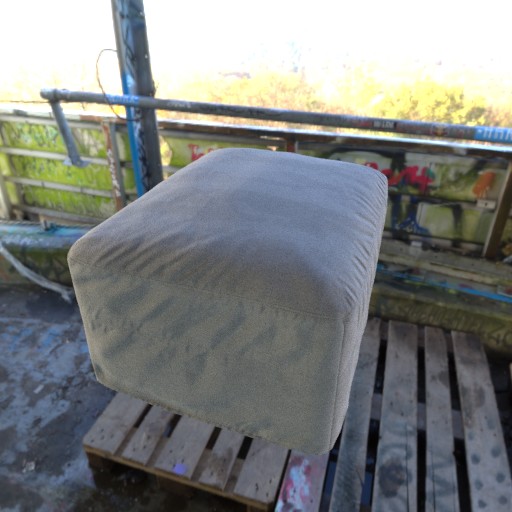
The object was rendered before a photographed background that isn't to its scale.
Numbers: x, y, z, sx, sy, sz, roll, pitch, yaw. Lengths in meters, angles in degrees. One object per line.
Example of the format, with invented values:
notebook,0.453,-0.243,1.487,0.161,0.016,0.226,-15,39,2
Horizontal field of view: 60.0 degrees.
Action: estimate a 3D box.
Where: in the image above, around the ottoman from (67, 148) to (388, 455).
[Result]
ottoman,0.000,0.000,1.297,0.683,0.481,0.837,10,32,17
